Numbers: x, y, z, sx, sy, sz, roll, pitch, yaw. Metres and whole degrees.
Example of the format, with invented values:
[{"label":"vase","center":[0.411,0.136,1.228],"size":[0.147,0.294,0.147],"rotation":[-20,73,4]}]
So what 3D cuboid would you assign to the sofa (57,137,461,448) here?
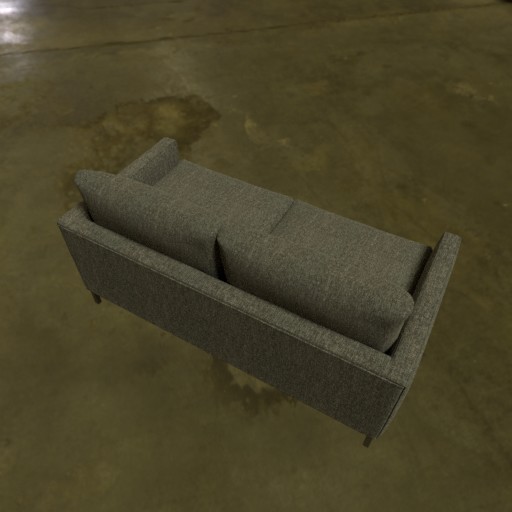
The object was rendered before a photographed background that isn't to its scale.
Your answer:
[{"label":"sofa","center":[0.000,0.000,2.187],"size":[1.716,0.862,0.866],"rotation":[23,51,20]}]
